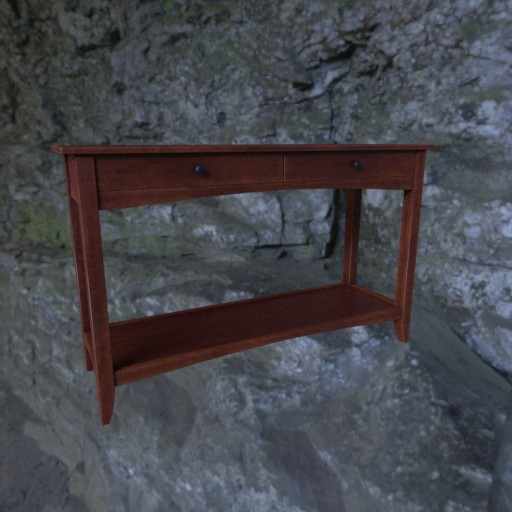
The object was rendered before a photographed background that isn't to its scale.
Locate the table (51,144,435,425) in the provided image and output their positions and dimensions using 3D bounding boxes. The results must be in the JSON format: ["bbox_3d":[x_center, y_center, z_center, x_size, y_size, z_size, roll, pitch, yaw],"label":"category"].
[{"bbox_3d":[0.000,0.000,1.521,1.188,0.739,0.392,-7,16,-26],"label":"table"}]
